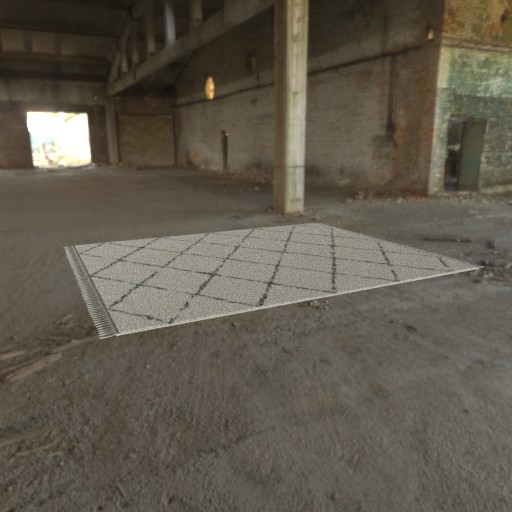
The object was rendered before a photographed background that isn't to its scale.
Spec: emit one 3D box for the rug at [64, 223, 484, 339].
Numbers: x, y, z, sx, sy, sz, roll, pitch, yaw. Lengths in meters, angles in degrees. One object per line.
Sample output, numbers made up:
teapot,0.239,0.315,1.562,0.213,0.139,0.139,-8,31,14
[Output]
rug,0.000,0.000,4.012,3.051,0.013,2.380,-7,16,-26
